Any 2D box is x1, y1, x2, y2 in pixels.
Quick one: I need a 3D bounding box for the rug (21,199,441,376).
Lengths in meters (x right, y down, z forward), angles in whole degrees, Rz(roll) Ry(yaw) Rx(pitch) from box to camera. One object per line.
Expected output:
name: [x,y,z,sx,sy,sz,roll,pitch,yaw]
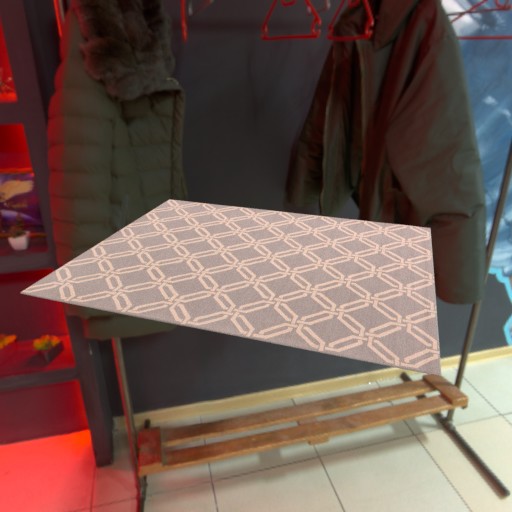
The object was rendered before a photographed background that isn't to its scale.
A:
rug: [0.000,0.000,3.825,2.895,0.018,2.288,8,27,16]
